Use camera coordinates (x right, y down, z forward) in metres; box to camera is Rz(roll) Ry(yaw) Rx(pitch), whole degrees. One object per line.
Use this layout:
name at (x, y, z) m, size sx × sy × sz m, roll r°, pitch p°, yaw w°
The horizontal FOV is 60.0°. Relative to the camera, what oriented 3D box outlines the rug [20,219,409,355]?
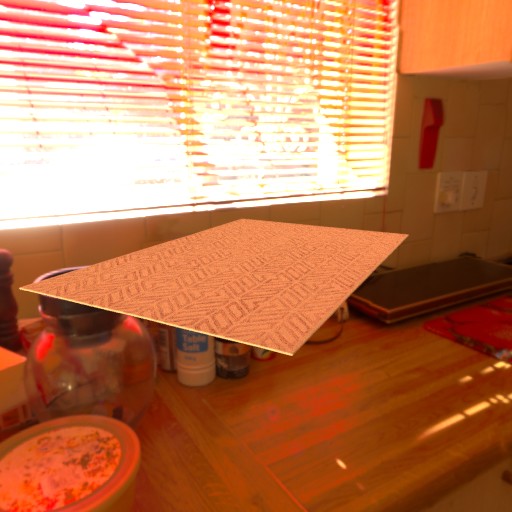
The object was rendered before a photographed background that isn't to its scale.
rug at (0.000, 0.000, 2.313) m, size 1.220 × 0.007 × 1.828 m, roll 8°, pitch 17°, yaw 27°
